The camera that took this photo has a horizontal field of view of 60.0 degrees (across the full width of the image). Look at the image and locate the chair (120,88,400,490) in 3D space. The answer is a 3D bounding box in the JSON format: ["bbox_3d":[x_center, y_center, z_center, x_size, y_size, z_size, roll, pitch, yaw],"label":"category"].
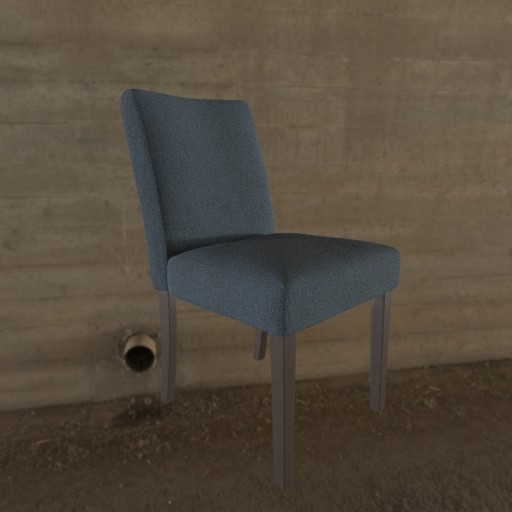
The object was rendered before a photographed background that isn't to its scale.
[{"bbox_3d":[0.000,0.000,1.223,0.629,0.882,0.487,13,19,43],"label":"chair"}]
